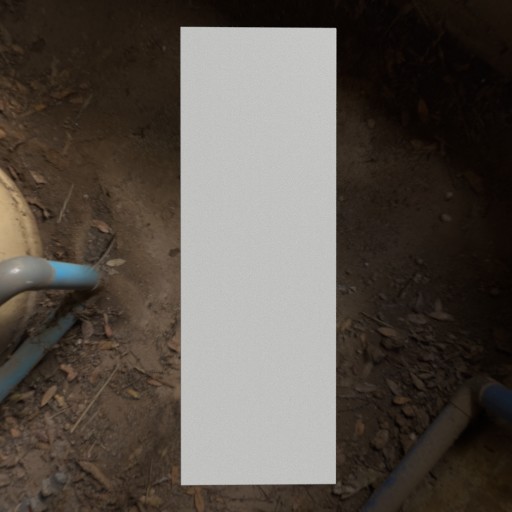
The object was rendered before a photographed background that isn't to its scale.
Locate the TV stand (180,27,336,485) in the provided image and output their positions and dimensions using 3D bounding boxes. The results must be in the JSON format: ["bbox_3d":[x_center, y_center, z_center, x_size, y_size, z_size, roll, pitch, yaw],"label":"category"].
[{"bbox_3d":[0.000,0.000,1.563,0.406,0.812,1.193,0,90,-1],"label":"TV stand"}]
